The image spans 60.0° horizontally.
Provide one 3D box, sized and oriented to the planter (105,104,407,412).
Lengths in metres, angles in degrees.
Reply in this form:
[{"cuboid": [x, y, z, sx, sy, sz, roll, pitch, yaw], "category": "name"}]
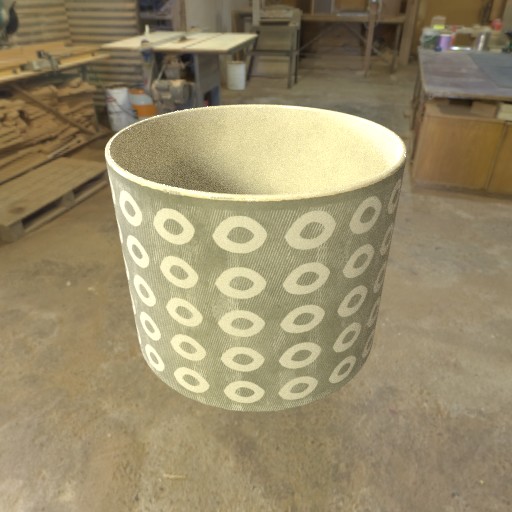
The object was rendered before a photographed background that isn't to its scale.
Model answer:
[{"cuboid": [0.000, 0.000, 0.443, 0.250, 0.239, 0.250, 0, 31, 0], "category": "planter"}]
